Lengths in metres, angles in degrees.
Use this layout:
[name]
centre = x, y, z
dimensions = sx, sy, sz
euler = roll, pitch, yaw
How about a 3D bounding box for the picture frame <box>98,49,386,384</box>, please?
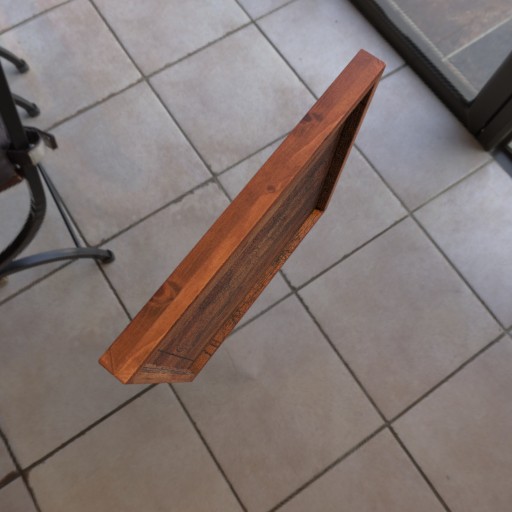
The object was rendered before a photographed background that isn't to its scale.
[picture frame]
centre = 0.000, 0.000, 0.536
dimensions = 0.028, 0.356, 0.352
euler = 37, 78, 9
